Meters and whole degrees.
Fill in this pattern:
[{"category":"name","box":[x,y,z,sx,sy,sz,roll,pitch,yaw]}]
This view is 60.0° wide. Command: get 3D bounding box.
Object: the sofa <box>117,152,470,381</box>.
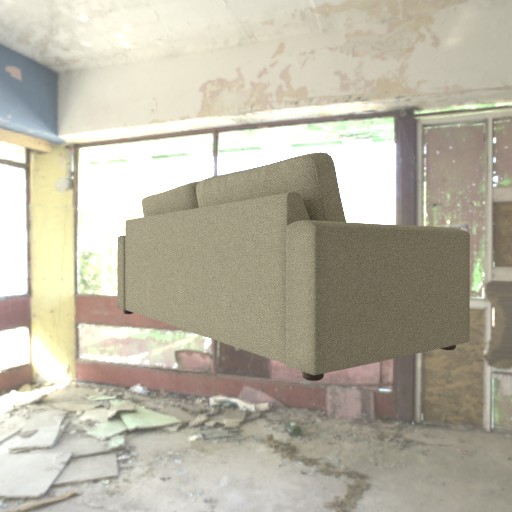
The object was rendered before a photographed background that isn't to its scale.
[{"category":"sofa","box":[0.000,0.000,2.691,1.016,0.873,2.179,-1,1,-35]}]
